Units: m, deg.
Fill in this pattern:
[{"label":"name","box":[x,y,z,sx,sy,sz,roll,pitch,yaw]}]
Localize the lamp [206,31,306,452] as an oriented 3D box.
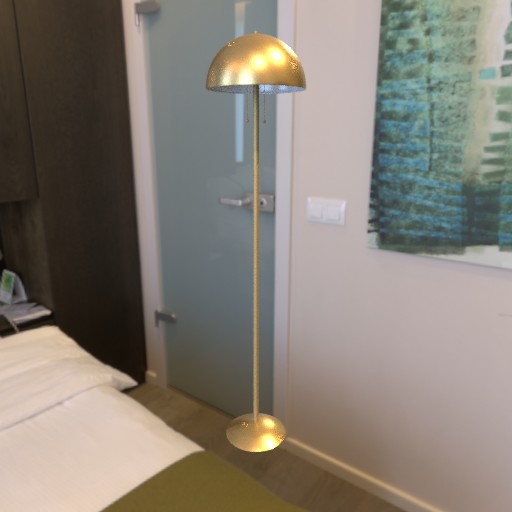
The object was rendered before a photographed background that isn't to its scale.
[{"label":"lamp","box":[0.000,0.000,1.606,0.328,1.480,0.328,2,16,7]}]
